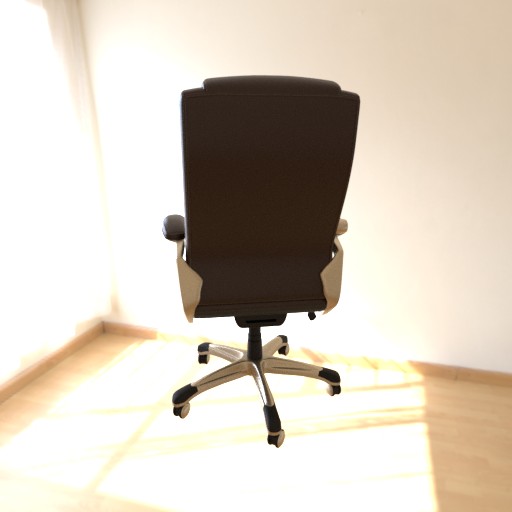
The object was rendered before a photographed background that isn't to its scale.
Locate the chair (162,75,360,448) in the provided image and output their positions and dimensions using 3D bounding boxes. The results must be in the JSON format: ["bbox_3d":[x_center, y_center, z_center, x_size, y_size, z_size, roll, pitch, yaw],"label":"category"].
[{"bbox_3d":[0.000,0.000,1.677,0.692,1.194,0.749,-2,15,-9],"label":"chair"}]
